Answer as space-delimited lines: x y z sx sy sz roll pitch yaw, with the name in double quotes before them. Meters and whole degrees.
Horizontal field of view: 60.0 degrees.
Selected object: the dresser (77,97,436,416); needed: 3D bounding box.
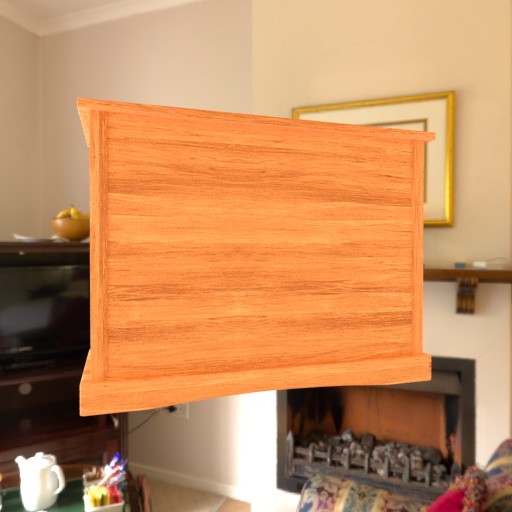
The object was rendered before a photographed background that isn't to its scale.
"dresser" 0.000 0.000 1.364 0.990 0.740 0.410 0 0 -17
